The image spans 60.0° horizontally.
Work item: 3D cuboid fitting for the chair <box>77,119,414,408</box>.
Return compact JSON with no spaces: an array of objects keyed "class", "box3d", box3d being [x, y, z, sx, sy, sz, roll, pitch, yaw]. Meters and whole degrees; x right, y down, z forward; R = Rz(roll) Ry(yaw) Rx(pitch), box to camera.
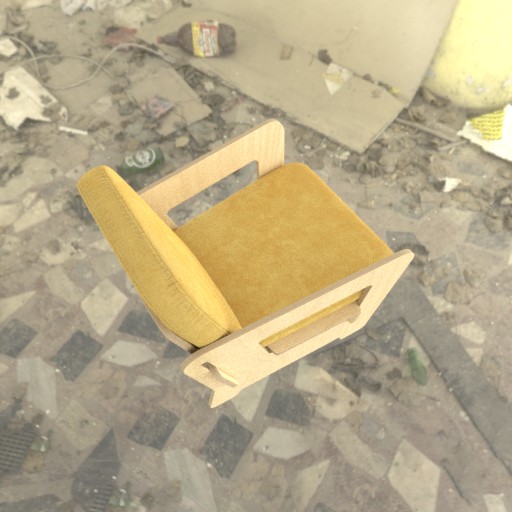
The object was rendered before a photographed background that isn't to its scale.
[{"class":"chair","box3d":[0.000,0.000,1.291,0.710,0.800,0.590,-29,62,-17]}]
